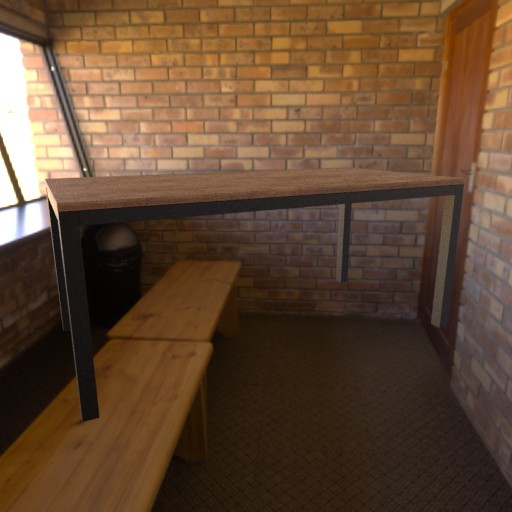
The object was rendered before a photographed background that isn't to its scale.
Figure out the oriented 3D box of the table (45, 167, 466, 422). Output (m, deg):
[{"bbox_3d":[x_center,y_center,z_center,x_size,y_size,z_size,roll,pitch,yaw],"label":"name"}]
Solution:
[{"bbox_3d":[0.000,0.000,2.219,1.805,0.767,0.893,-8,17,-26],"label":"table"}]
